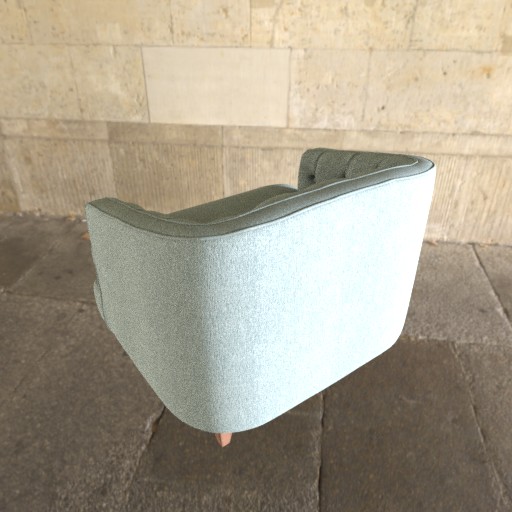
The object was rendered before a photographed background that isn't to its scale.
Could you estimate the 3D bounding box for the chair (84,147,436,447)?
[{"bbox_3d":[0.000,0.000,1.724,1.094,0.852,0.945,-20,36,-30],"label":"chair"}]
